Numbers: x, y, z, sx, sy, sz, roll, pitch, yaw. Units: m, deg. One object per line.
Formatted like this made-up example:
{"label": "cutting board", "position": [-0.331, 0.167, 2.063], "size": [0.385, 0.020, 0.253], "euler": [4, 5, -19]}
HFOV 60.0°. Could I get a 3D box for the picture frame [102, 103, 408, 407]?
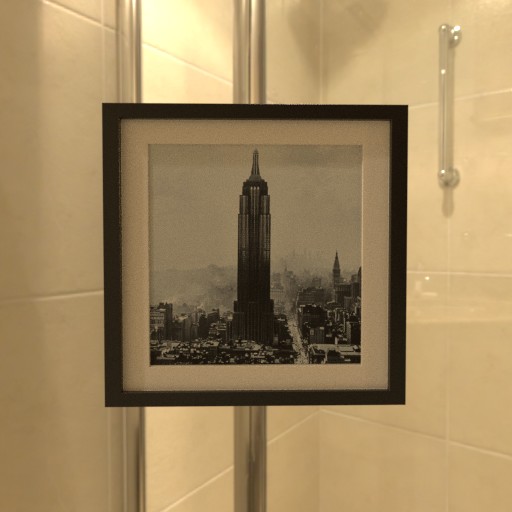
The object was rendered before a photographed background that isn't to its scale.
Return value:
{"label": "picture frame", "position": [0.000, 0.000, 0.532], "size": [0.355, 0.353, 0.029], "euler": [0, 2, -1]}
